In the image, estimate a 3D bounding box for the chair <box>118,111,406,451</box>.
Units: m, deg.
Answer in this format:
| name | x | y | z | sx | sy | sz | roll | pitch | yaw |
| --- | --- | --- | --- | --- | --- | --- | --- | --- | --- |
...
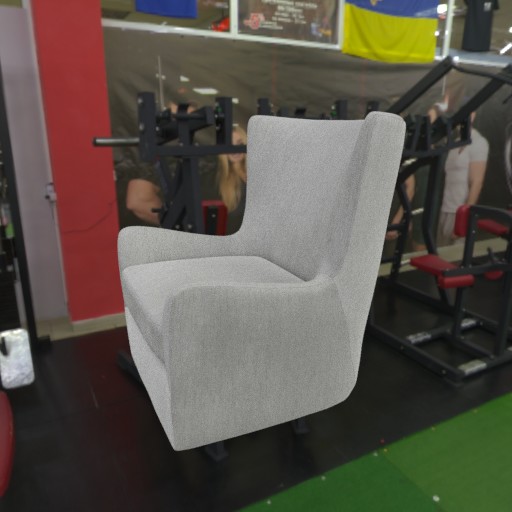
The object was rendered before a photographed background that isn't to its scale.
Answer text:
| name | x | y | z | sx | sy | sz | roll | pitch | yaw |
| --- | --- | --- | --- | --- | --- | --- | --- | --- | --- |
| chair | 0.000 | 0.000 | 1.629 | 0.904 | 1.000 | 0.779 | -8 | 18 | -25 |
